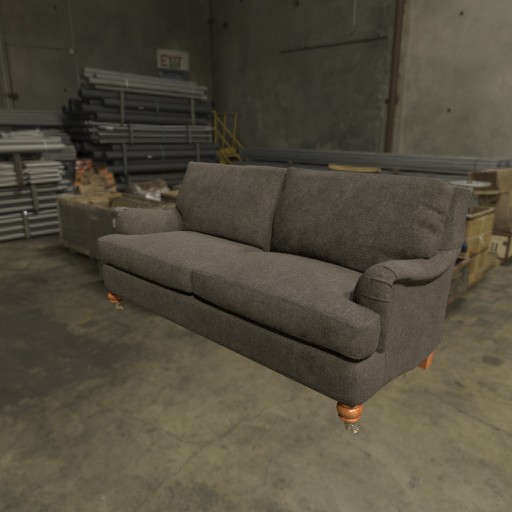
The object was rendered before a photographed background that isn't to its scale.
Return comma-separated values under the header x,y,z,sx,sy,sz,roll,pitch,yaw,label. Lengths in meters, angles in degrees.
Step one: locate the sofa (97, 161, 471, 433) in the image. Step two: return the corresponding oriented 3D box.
x,y,z,sx,sy,sz,roll,pitch,yaw,label
0.000,0.000,2.750,2.160,1.054,1.087,15,21,42,sofa
